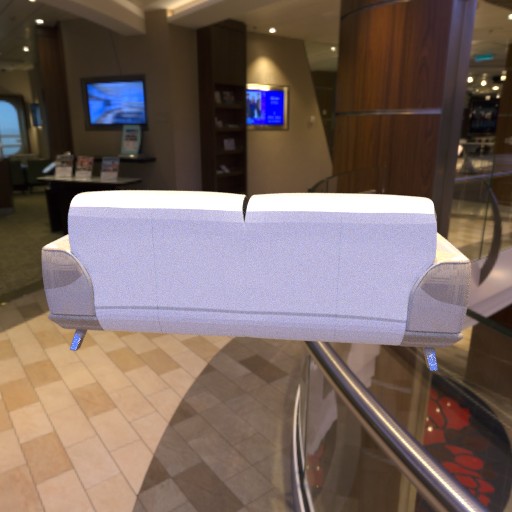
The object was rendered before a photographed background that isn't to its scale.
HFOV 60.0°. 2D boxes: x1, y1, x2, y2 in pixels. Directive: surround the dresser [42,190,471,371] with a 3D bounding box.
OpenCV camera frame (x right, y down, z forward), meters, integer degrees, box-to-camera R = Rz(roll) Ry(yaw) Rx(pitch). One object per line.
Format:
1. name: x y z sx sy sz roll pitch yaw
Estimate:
1. dresser: 0.000 0.000 5.814 4.679 1.863 2.251 2 16 6
